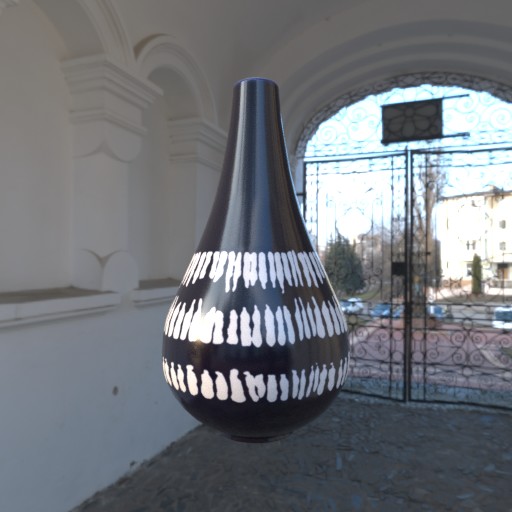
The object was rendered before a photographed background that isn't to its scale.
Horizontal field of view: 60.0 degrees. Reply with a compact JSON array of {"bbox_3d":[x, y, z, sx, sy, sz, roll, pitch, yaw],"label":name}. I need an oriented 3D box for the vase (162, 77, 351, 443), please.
[{"bbox_3d":[0.000,0.000,0.382,0.159,0.295,0.159,0,-1,0],"label":"vase"}]
